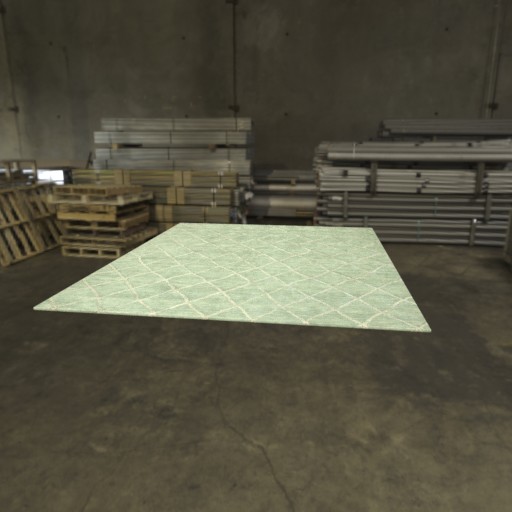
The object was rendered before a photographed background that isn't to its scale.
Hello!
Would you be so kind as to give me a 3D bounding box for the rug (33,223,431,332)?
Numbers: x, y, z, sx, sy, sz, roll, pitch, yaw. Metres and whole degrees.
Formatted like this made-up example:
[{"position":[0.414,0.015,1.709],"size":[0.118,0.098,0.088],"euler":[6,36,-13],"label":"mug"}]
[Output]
[{"position":[0.000,0.000,4.100],"size":[2.420,0.019,3.039],"euler":[2,15,8],"label":"rug"}]
